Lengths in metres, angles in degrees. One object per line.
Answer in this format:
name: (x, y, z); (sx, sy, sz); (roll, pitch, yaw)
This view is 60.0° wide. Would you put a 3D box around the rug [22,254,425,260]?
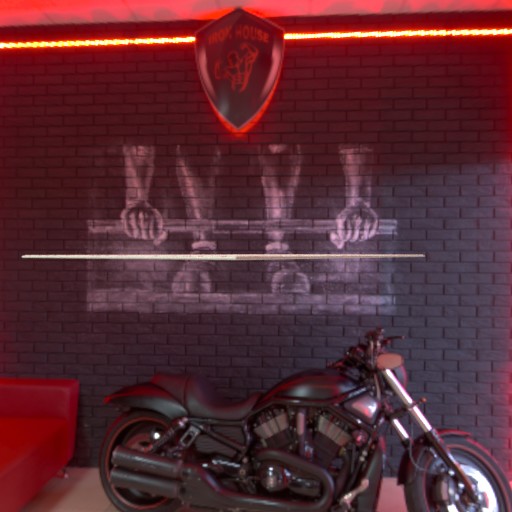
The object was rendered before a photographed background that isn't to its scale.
rug: (0.000, 0.000, 2.334); (1.219, 0.012, 1.839); (0, 0, 36)
